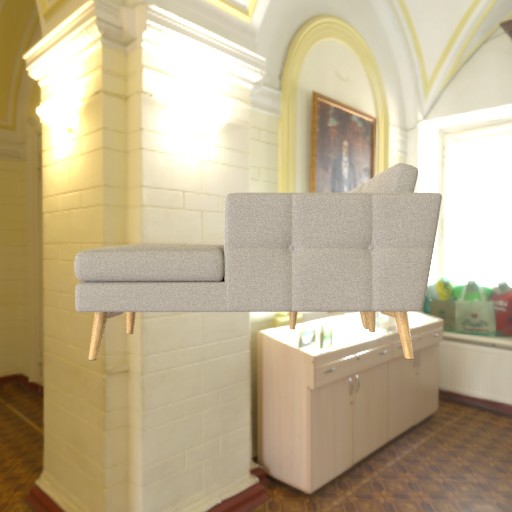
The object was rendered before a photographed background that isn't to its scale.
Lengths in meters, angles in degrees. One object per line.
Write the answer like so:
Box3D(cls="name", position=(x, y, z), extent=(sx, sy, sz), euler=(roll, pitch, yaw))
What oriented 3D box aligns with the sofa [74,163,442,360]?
Box3D(cls="sofa", position=(0.000, 0.000, 2.830), extent=(1.530, 0.860, 2.040), euler=(0, 1, -1))
